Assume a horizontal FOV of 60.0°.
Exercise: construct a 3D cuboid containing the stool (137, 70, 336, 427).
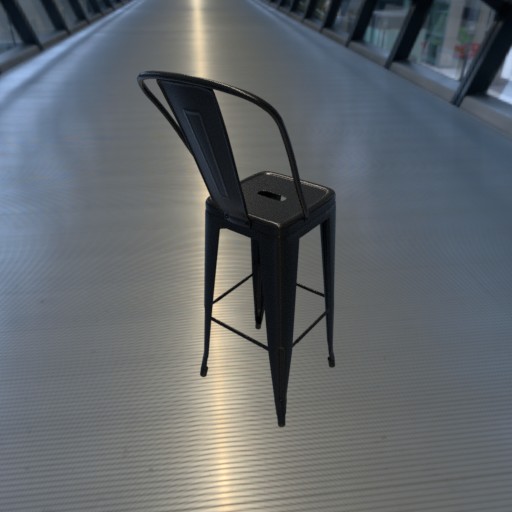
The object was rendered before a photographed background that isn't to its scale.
[{"bbox_3d":[0.000,0.000,1.333,0.399,1.096,0.513,22,38,31],"label":"stool"}]
